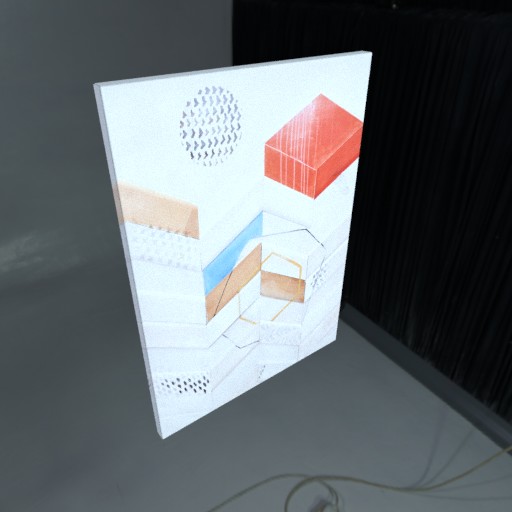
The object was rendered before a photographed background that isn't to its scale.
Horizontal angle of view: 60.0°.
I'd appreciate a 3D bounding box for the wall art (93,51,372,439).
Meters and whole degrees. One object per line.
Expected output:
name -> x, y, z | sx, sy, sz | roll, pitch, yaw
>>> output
wall art -> 0.000, 0.000, 1.058 | 0.613, 0.848, 0.036 | -21, 38, -30
